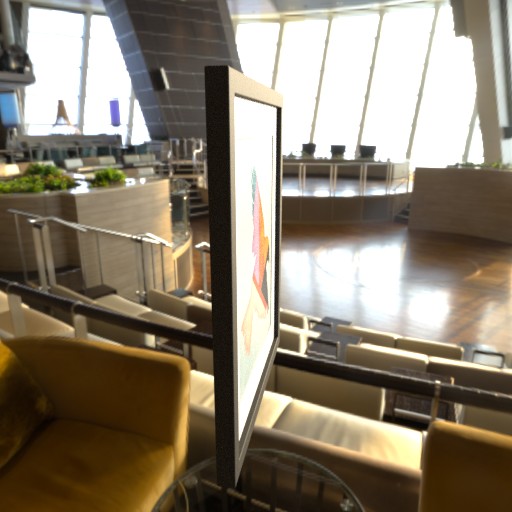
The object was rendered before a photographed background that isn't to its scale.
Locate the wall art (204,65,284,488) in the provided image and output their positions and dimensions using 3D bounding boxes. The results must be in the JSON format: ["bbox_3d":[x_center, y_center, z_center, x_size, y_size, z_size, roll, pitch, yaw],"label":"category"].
[{"bbox_3d":[0.000,0.000,0.770,0.028,0.558,0.457,3,17,10],"label":"wall art"}]
